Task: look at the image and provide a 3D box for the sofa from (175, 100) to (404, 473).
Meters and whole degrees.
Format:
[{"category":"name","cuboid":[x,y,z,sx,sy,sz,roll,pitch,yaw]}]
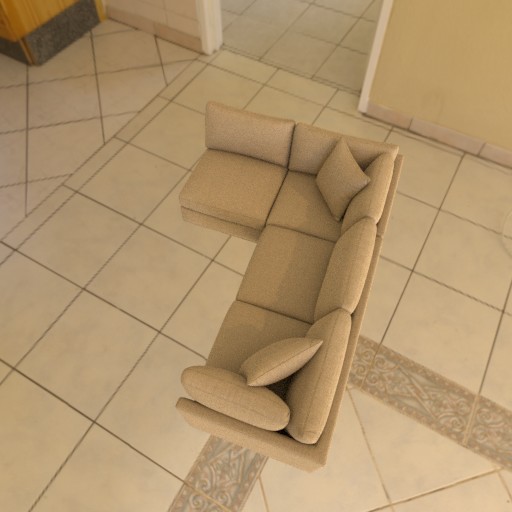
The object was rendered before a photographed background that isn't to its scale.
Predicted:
[{"category":"sofa","cuboid":[0.000,0.000,3.877,1.994,0.978,2.896,17,59,10]}]
